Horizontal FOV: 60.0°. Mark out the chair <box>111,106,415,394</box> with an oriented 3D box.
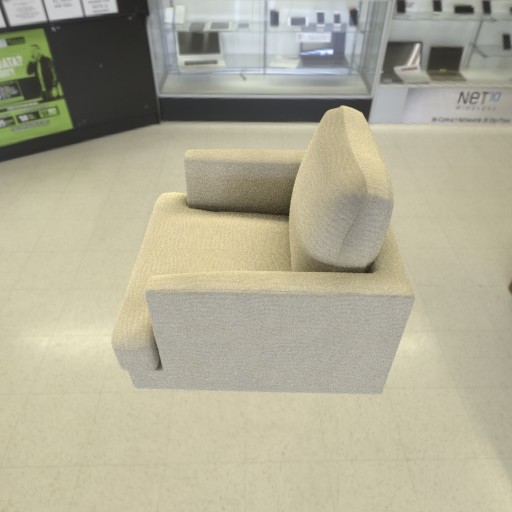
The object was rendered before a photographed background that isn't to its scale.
[{"bbox_3d":[0.000,0.000,1.662,0.899,0.957,0.858,1,42,1],"label":"chair"}]
